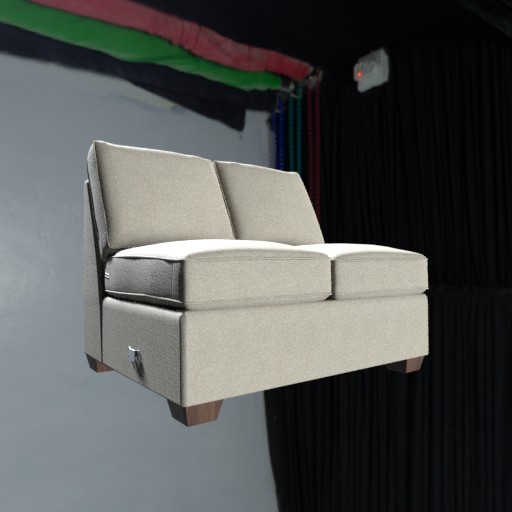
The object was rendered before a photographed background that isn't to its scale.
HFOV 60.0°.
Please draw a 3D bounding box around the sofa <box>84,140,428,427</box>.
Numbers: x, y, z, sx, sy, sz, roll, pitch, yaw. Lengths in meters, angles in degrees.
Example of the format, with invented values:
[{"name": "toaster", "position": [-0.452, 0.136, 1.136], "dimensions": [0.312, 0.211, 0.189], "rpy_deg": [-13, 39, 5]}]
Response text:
[{"name": "sofa", "position": [0.000, 0.000, 1.970], "dimensions": [1.232, 1.006, 0.978], "rpy_deg": [1, -1, -37]}]
